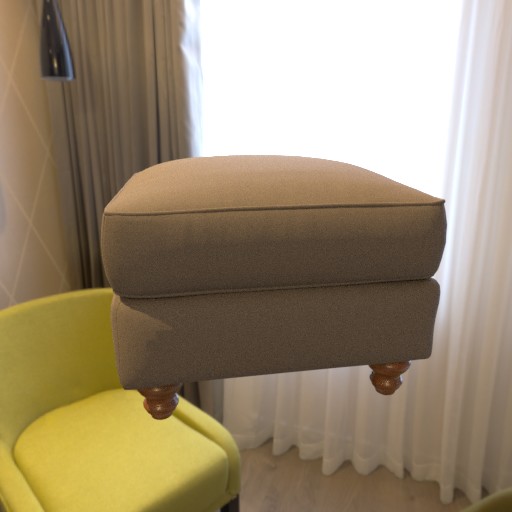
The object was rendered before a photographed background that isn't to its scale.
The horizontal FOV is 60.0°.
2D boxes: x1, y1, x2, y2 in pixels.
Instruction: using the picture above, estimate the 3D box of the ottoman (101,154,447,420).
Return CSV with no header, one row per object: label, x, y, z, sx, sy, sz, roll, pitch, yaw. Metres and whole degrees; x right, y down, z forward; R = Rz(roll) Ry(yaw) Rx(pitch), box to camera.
ottoman,0.000,0.000,1.141,0.662,0.505,0.721,-3,16,-10
